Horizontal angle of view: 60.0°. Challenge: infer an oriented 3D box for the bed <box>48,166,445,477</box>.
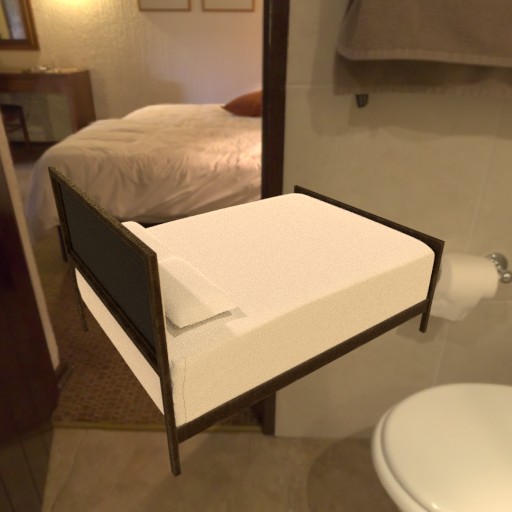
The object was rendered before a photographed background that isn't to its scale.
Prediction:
[{"bbox_3d":[0.000,0.000,3.210,2.221,1.313,1.607,-18,32,-32],"label":"bed"}]
